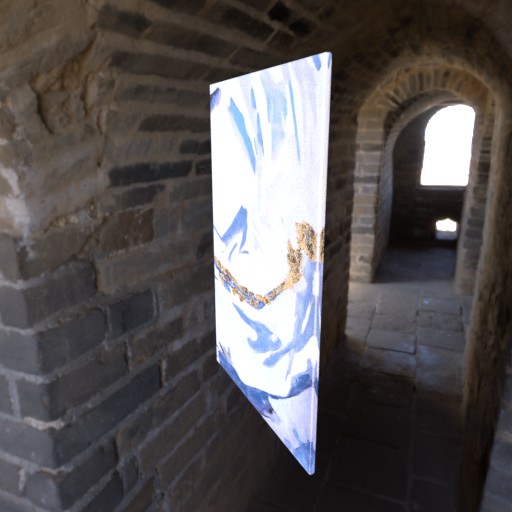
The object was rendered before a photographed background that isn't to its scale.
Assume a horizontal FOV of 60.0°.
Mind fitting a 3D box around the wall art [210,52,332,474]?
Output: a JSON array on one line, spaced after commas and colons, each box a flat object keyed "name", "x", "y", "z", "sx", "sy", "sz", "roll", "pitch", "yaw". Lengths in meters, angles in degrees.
[{"name": "wall art", "x": 0.000, "y": 0.000, "z": 1.184, "sx": 0.016, "sy": 0.914, "sz": 0.610, "roll": -7, "pitch": 17, "yaw": -25}]
